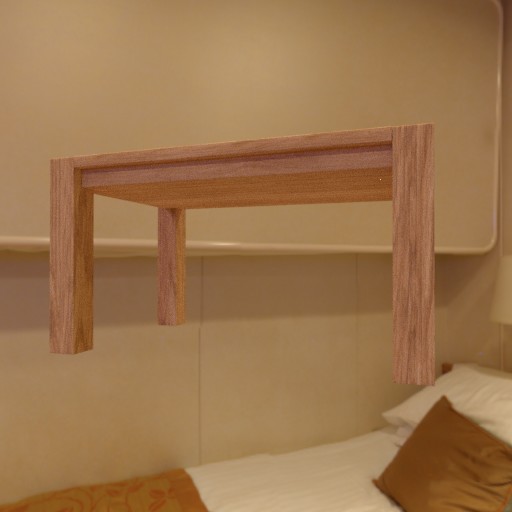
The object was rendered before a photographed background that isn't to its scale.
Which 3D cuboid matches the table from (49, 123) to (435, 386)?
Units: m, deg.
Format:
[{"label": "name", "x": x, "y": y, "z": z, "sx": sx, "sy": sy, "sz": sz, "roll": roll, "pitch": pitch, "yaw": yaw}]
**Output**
[{"label": "table", "x": 0.000, "y": 0.000, "z": 1.929, "sx": 1.400, "sy": 0.760, "sz": 0.900, "roll": 0, "pitch": -1, "yaw": 19}]
